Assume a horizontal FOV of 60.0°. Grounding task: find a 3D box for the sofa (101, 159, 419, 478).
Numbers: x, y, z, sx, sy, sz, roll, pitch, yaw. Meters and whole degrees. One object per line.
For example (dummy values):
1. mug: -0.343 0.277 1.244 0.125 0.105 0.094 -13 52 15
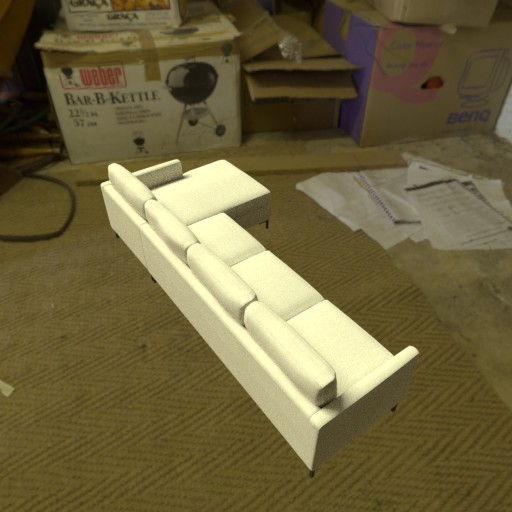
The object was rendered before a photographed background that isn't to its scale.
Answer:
1. sofa: 0.000 0.000 2.911 1.126 0.677 2.445 -25 46 -27
